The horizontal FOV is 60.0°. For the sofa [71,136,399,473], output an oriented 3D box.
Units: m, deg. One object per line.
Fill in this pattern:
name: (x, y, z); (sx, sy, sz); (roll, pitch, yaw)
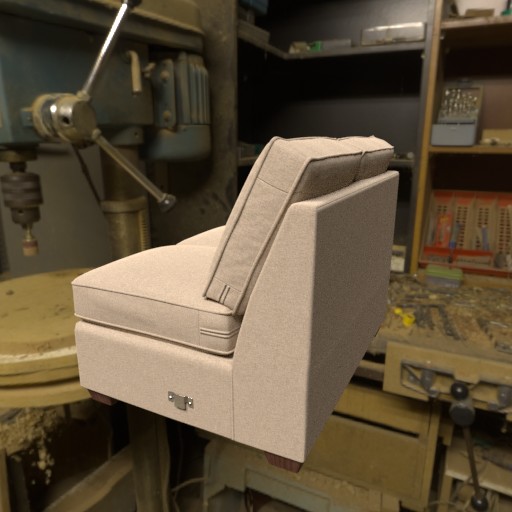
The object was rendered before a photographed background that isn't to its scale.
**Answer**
sofa: (0.000, 0.000, 1.924); (0.951, 1.008, 1.237); (8, 17, 26)
